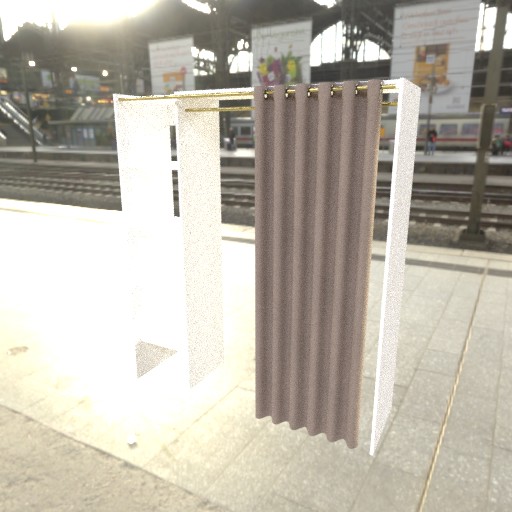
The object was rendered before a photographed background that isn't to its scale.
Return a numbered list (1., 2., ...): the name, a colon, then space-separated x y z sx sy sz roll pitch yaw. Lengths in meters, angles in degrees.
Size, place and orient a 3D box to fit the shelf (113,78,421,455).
1. shelf: 0.000 0.000 2.596 1.600 1.820 0.500 8 17 27
